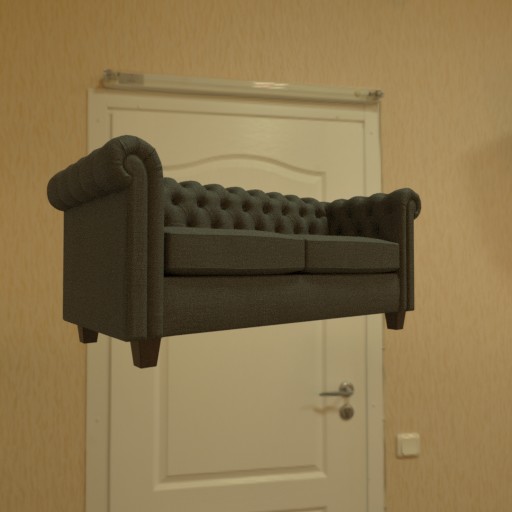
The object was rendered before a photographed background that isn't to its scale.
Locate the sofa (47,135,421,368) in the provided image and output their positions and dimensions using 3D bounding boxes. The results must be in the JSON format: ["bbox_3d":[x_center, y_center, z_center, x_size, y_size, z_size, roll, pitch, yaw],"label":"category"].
[{"bbox_3d":[0.000,0.000,2.241,1.798,0.797,0.783,1,-2,-38],"label":"sofa"}]
